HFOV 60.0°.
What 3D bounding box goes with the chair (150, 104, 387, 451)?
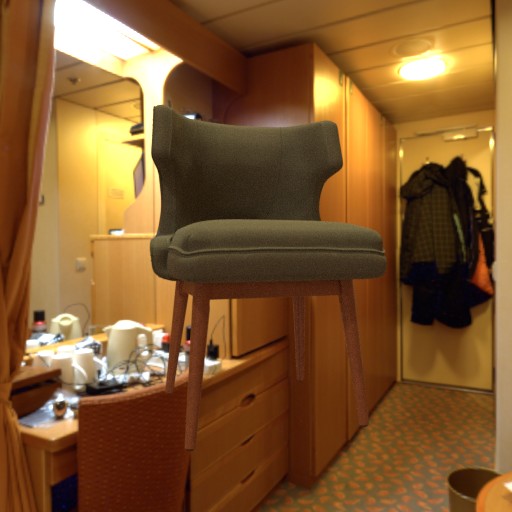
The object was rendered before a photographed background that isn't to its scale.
[{"bbox_3d":[0.000,0.000,1.257,0.595,0.863,0.581,0,1,-18],"label":"chair"}]
